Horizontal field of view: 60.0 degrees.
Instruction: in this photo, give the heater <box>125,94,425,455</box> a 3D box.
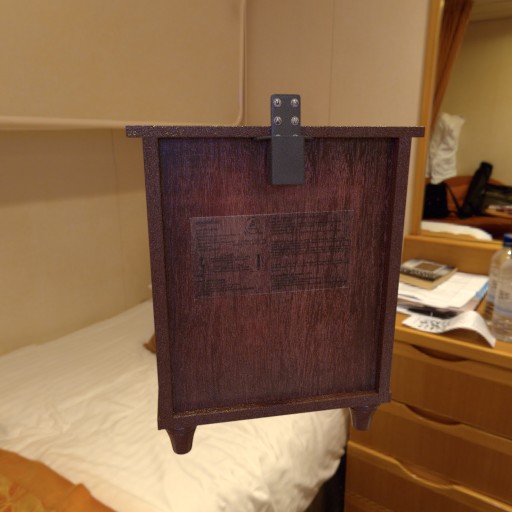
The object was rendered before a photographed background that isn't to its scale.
[{"bbox_3d":[0.000,0.000,0.743,0.362,0.481,0.400,-3,15,-11],"label":"heater"}]
